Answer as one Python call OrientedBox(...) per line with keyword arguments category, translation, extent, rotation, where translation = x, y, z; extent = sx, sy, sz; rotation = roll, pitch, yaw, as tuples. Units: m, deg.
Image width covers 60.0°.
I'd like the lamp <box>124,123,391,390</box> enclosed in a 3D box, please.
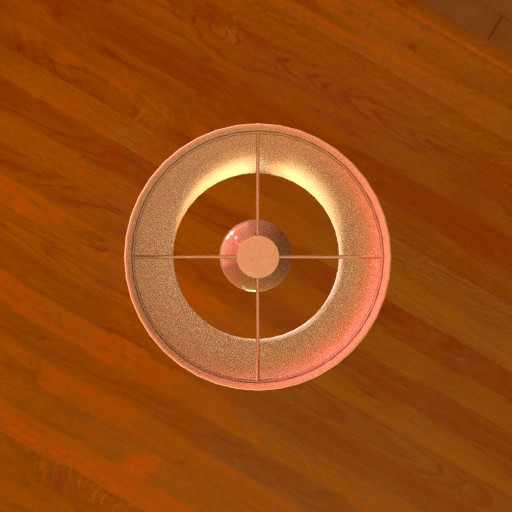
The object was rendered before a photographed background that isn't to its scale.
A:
OrientedBox(category="lamp", translation=(0.000, 0.000, 0.572), extent=(0.207, 0.461, 0.207), rotation=(0, 90, 0))
